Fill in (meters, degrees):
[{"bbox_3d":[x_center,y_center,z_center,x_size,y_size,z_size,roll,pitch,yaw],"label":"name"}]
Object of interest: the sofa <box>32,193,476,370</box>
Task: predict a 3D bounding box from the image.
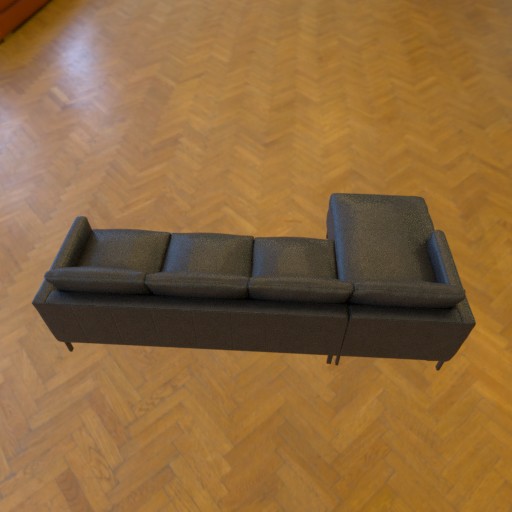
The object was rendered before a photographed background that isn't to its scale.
[{"bbox_3d":[0.000,0.000,3.607,2.993,0.859,1.471,2,47,2],"label":"sofa"}]
